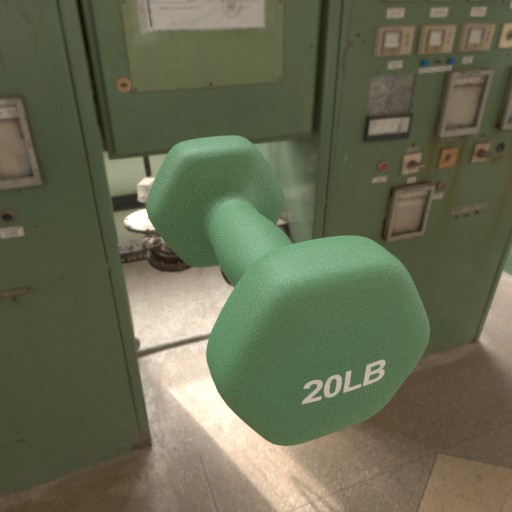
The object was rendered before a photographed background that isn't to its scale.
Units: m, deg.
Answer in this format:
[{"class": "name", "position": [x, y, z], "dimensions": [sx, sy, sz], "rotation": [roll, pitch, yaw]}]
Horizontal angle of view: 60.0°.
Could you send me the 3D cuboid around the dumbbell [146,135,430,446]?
[{"class": "dumbbell", "position": [0.000, 0.000, 0.320], "dimensions": [0.126, 0.114, 0.257], "rotation": [-11, 33, -17]}]
